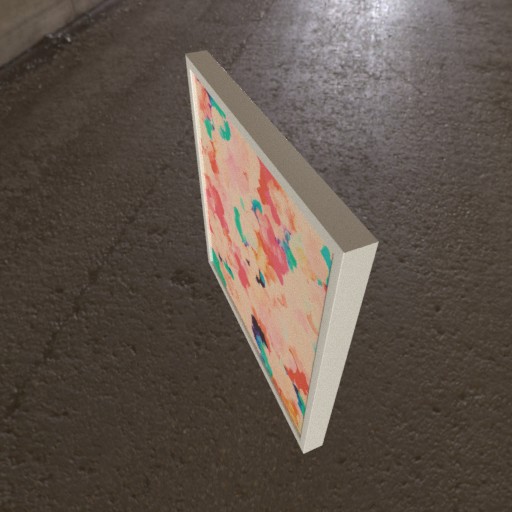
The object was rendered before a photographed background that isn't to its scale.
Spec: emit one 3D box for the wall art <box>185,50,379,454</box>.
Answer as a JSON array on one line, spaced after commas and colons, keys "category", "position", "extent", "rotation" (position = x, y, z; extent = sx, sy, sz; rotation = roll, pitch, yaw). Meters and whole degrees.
[{"category": "wall art", "position": [0.000, 0.000, 0.764], "extent": [0.038, 0.505, 0.506], "rotation": [-17, 48, -16]}]
